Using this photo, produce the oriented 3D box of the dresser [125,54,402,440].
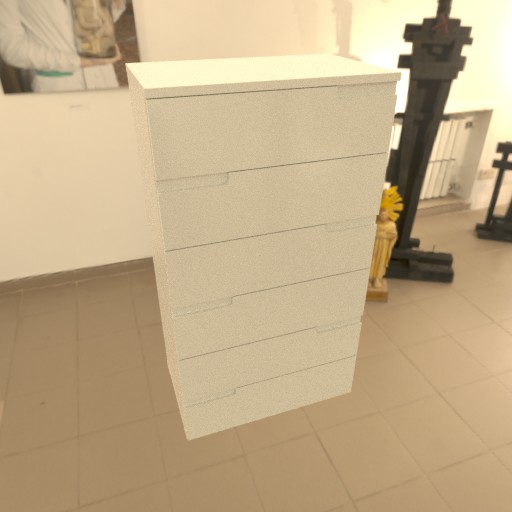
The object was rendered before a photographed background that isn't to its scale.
[{"bbox_3d":[0.000,0.000,1.505,0.650,1.190,0.400,-10,33,-17],"label":"dresser"}]
